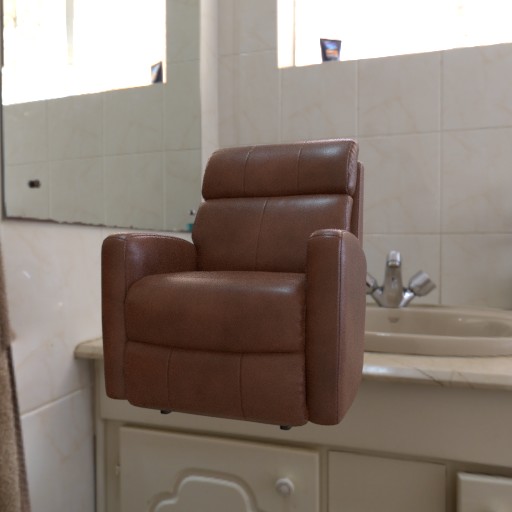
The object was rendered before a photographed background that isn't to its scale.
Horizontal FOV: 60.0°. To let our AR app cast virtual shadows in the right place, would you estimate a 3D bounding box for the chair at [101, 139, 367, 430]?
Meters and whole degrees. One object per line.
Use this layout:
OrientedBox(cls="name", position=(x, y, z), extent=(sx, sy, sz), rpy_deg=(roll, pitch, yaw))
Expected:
OrientedBox(cls="chair", position=(0.000, 0.000, 1.680), extent=(0.787, 1.016, 0.939), rpy_deg=(0, 0, 19))
